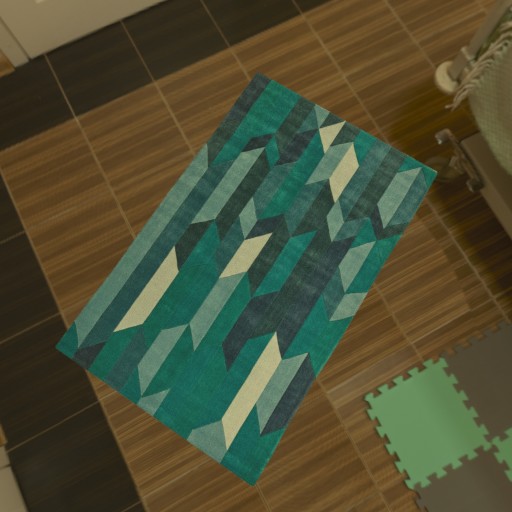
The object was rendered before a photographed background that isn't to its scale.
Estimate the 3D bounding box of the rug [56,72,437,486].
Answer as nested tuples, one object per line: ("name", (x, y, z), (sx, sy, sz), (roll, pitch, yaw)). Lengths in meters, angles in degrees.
("rug", (0.000, 0.000, 2.999), (1.528, 0.005, 2.420), (32, 78, 7))
